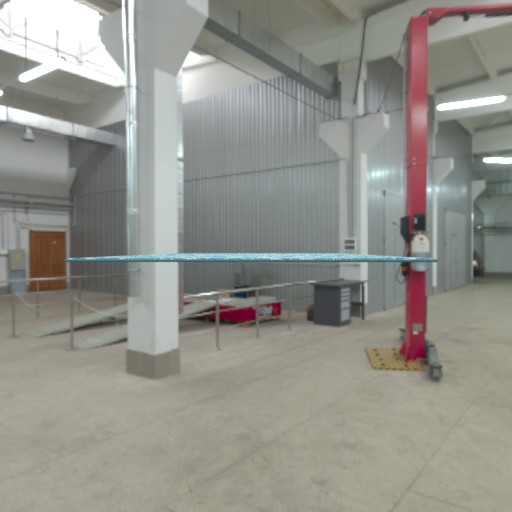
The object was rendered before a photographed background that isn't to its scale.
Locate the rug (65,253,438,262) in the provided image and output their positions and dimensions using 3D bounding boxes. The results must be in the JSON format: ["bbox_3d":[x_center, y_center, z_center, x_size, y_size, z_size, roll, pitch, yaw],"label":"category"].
[{"bbox_3d":[0.000,0.000,3.520,1.816,0.018,2.746,0,1,1],"label":"rug"}]
